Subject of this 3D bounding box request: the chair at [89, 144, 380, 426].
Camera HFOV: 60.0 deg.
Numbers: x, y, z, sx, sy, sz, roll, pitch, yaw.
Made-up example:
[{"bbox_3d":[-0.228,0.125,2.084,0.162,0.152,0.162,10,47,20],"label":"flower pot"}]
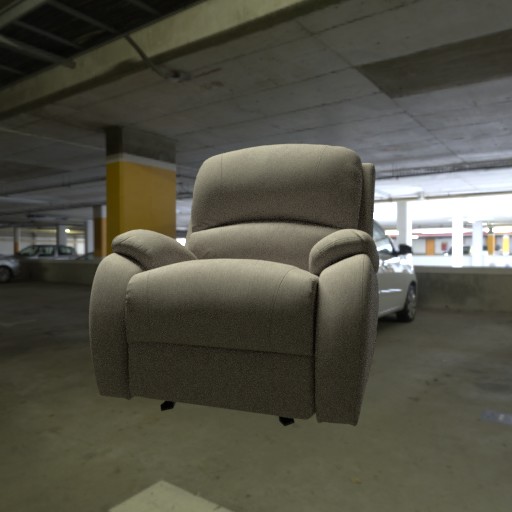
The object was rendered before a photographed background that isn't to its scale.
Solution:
[{"bbox_3d":[0.000,0.000,1.738,0.930,1.011,0.899,0,1,18],"label":"chair"}]
